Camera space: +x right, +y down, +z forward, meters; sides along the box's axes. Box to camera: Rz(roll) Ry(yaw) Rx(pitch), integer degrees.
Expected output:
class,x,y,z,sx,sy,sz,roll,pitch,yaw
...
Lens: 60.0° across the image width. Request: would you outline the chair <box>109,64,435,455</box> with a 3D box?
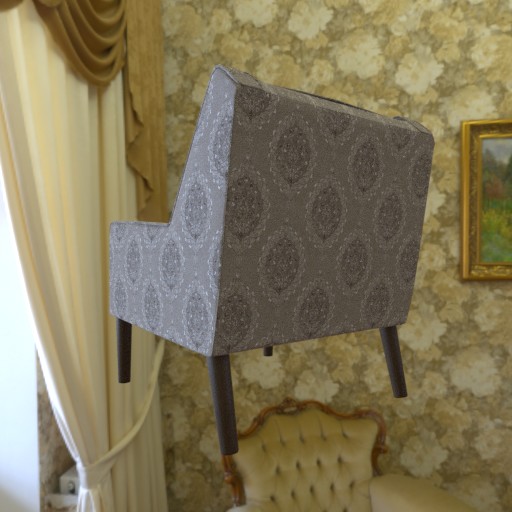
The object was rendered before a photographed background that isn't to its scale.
class,x,y,z,sx,sy,sz,roll,pitch,yaw
chair,0.000,0.000,1.306,0.665,0.797,0.750,-1,1,-36
